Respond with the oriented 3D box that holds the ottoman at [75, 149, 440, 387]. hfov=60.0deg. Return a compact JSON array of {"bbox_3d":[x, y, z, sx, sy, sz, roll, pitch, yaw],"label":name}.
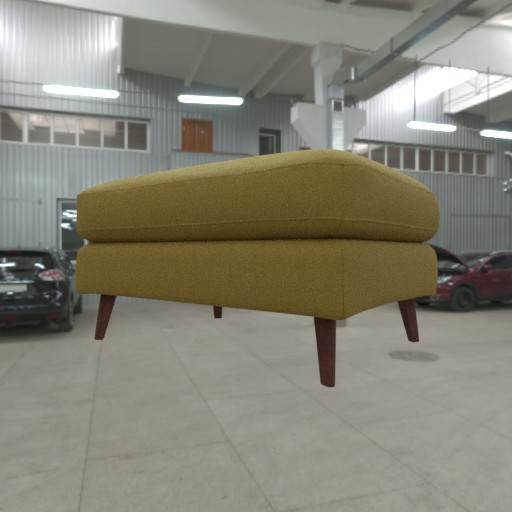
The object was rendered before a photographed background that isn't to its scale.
[{"bbox_3d":[0.000,0.000,1.176,0.811,0.449,0.608,0,1,37],"label":"ottoman"}]
